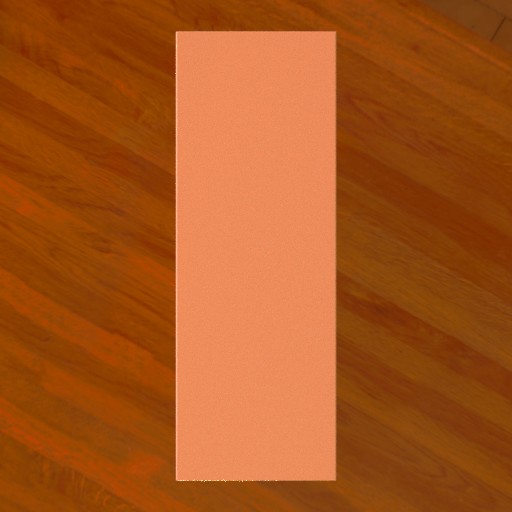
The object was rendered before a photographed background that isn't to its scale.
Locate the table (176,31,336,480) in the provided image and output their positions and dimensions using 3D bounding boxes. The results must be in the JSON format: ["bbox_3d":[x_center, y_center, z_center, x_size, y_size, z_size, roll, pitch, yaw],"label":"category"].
[{"bbox_3d":[0.000,0.000,1.423,0.381,0.749,1.067,0,90,0],"label":"table"}]
